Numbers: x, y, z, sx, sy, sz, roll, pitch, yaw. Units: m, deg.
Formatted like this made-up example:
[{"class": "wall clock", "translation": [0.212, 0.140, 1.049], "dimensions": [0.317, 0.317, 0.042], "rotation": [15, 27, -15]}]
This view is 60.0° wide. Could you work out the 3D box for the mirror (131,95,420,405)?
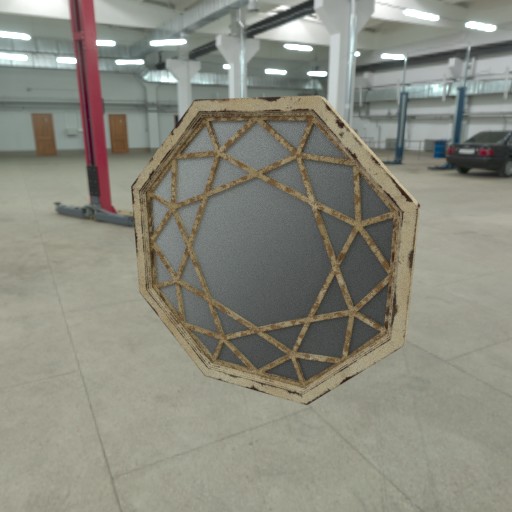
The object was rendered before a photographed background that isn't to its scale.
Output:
[{"class": "mirror", "translation": [0.000, 0.000, 0.963], "dimensions": [0.648, 0.648, 0.031], "rotation": [8, 18, 25]}]
